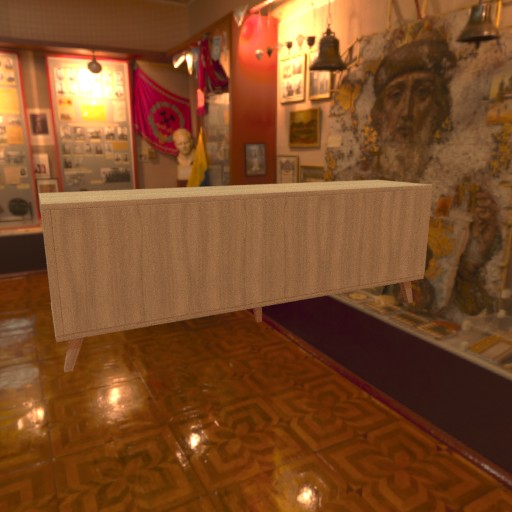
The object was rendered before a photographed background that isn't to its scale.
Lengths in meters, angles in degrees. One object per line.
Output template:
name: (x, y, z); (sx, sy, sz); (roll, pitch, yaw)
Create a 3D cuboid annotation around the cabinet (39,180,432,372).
cabinet: (0.000, 0.000, 2.581); (2.198, 0.779, 0.499); (-7, 15, -26)
